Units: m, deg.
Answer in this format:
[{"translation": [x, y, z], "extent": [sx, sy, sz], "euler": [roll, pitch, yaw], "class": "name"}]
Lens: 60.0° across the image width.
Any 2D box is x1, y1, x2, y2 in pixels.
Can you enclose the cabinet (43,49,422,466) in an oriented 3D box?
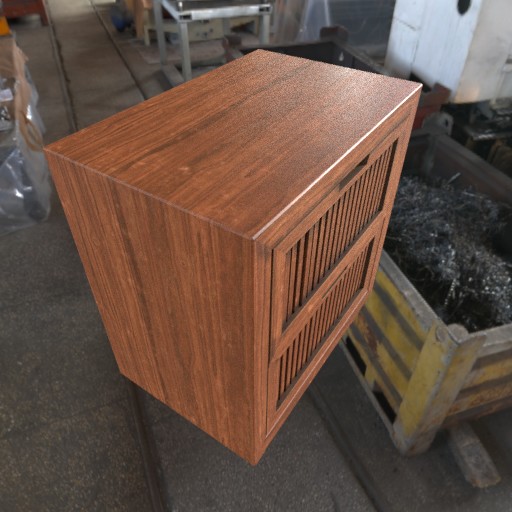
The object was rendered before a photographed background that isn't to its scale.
[{"translation": [0.000, 0.000, 1.028], "extent": [0.410, 0.695, 0.607], "euler": [24, 47, 25], "class": "cabinet"}]
